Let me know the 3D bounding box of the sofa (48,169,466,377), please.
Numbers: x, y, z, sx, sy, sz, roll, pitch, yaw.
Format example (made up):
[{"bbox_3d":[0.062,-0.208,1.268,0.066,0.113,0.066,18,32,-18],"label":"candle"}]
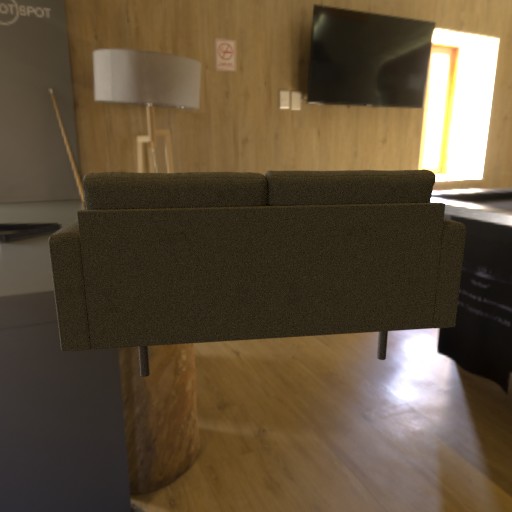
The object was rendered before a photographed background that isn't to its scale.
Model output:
[{"bbox_3d":[0.000,0.000,2.270,1.730,0.897,0.889,-2,15,-8],"label":"sofa"}]
